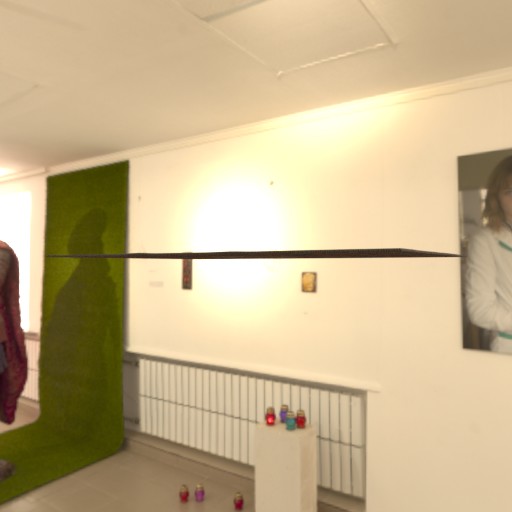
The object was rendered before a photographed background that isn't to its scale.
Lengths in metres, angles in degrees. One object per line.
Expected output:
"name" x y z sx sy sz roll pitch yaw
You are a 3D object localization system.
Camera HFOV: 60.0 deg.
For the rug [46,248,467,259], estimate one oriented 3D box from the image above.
"rug" 0.000 0.000 2.289 1.820 0.012 1.207 -1 -1 34
